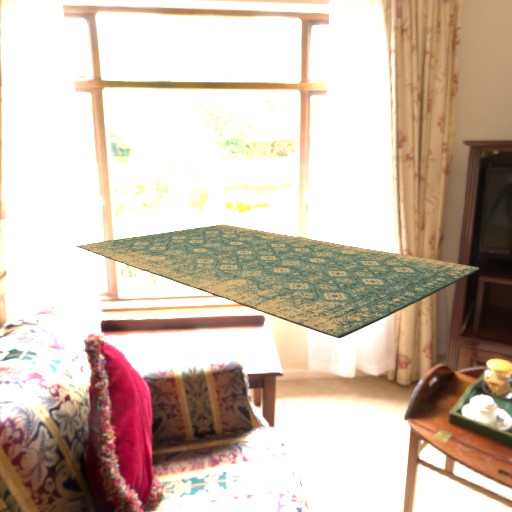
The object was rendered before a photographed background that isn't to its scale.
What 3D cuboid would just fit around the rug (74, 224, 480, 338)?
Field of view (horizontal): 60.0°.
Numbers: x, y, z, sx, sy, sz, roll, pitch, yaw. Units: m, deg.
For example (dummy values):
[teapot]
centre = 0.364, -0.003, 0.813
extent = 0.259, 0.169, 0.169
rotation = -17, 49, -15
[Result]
[rug]
centre = 0.000, 0.000, 2.243
extent = 1.102, 0.008, 1.795
rotation = -13, 18, -43
